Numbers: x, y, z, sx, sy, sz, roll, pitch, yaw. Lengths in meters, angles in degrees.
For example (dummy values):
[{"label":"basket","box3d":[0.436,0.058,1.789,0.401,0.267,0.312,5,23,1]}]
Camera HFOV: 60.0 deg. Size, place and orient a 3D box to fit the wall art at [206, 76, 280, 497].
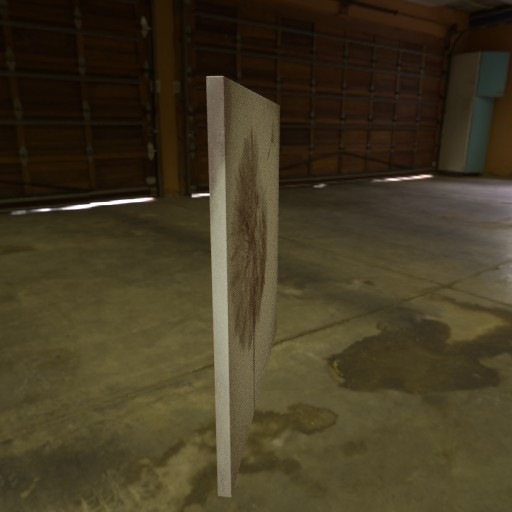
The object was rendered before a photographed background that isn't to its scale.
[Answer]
[{"label":"wall art","box3d":[0.000,0.000,1.121,0.027,0.762,0.762,2,16,9]}]
